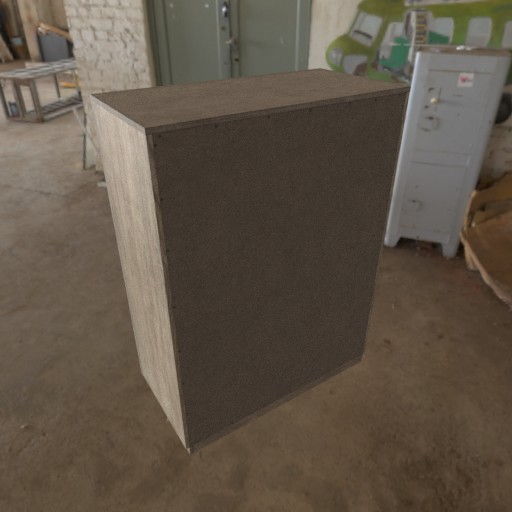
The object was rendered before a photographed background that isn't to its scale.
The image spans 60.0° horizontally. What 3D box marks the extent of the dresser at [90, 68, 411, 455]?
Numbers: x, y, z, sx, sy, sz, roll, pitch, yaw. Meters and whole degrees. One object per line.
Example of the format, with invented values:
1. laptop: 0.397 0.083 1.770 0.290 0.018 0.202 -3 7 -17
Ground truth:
1. dresser: 0.000 0.000 1.815 0.967 1.295 0.483 -19 36 -28
